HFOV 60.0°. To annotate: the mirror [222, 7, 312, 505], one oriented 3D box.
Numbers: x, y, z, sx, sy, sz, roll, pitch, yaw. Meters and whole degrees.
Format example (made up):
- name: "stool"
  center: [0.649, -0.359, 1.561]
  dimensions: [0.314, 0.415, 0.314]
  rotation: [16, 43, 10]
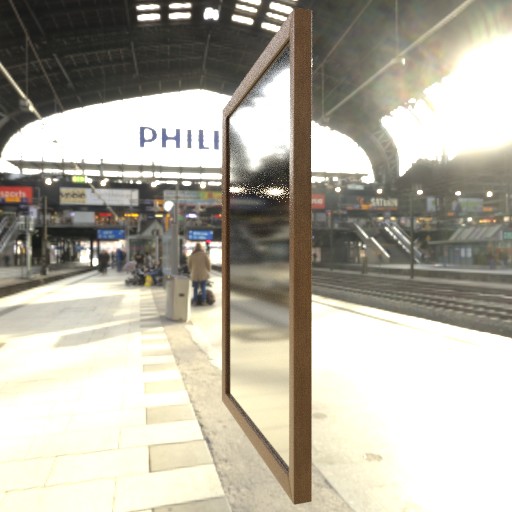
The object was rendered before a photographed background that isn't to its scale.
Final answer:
- name: "mirror"
  center: [0.000, 0.000, 1.112]
  dimensions: [0.040, 0.915, 0.609]
  rotation: [0, 0, -17]
